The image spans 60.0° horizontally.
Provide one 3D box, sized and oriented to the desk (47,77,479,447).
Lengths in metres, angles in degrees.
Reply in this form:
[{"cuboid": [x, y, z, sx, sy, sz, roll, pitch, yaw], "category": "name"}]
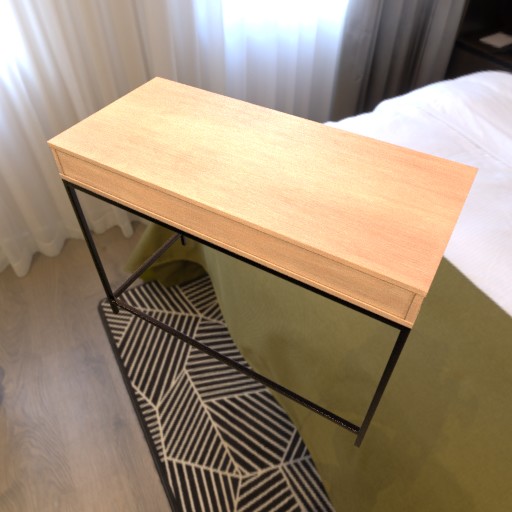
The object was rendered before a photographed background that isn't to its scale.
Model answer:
[{"cuboid": [0.000, 0.000, 1.415, 1.016, 0.762, 0.470, 23, 50, 21], "category": "desk"}]
